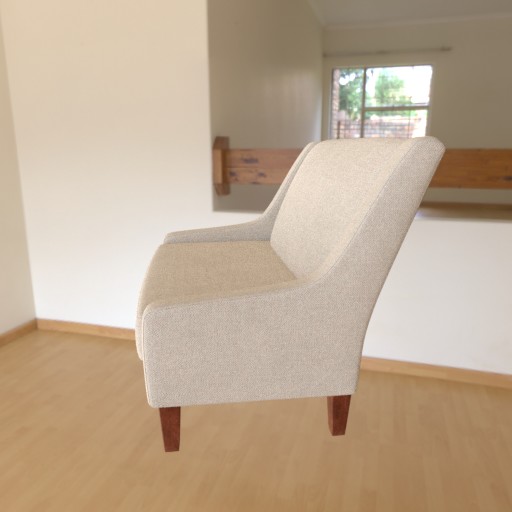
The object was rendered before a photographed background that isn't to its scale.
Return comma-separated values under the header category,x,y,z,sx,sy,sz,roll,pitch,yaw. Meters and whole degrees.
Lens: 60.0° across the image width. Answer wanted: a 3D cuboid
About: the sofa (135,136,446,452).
category,x,y,z,sx,sy,sz,roll,pitch,yaw
sofa,0.000,0.000,1.901,0.946,0.976,1.212,-2,14,-8
